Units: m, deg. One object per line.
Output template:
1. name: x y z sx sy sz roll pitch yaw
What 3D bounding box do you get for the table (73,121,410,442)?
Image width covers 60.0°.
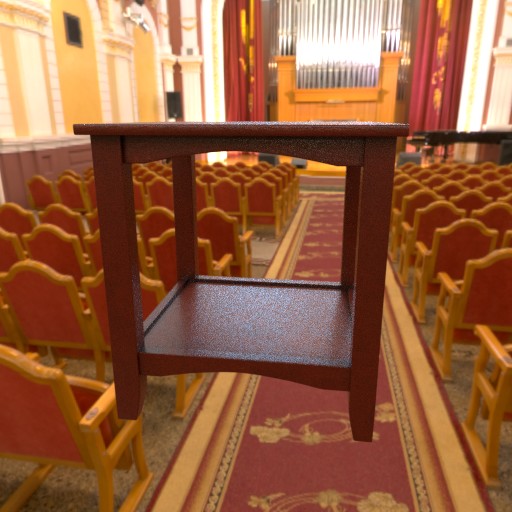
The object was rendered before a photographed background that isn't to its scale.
1. table: 0.000 0.000 0.968 0.523 0.558 0.522 3 18 10
